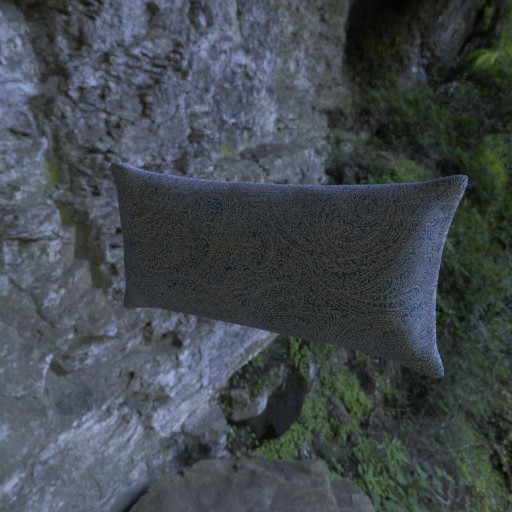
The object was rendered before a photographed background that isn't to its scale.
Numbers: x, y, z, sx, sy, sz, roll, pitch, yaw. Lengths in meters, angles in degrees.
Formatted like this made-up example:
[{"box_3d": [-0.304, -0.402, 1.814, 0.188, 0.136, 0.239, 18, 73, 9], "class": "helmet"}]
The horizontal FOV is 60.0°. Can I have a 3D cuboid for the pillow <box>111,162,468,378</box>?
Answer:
[{"box_3d": [0.000, 0.000, 0.745, 0.615, 0.295, 0.151, 8, 17, 26], "class": "pillow"}]
